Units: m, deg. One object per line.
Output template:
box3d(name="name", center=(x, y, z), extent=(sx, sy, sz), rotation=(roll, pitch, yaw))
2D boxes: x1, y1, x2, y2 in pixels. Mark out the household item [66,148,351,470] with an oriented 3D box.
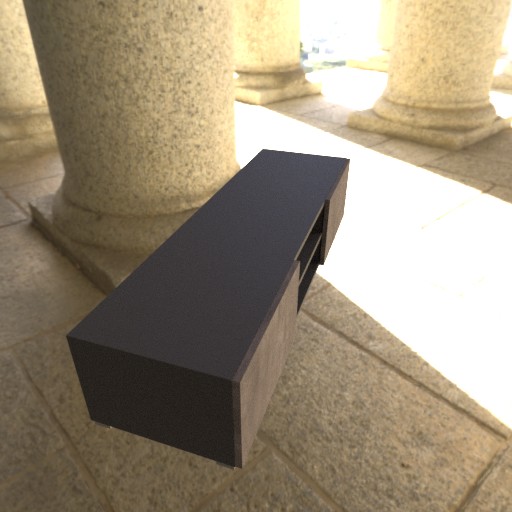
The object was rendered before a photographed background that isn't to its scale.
box3d(name="household item", center=(0.000, 0.000, 1.583), extent=(0.420, 0.310, 1.400), rotation=(10, 33, 16))
